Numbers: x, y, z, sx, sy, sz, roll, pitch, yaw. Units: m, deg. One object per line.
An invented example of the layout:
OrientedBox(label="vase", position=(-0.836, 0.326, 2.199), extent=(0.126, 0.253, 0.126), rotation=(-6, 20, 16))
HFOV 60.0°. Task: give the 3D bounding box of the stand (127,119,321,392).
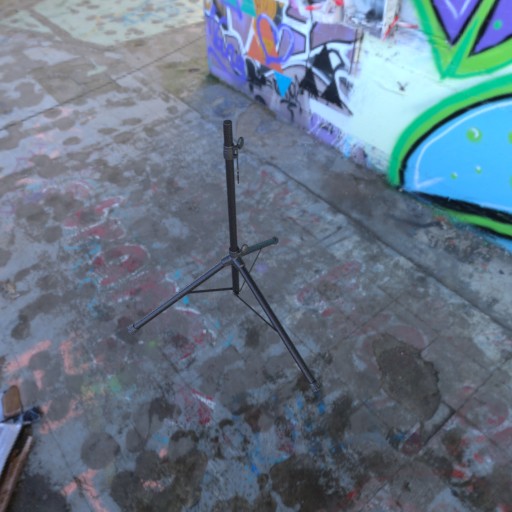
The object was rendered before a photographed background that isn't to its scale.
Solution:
OrientedBox(label="stand", position=(0.000, 0.000, 1.903), extent=(1.045, 1.136, 0.907), rotation=(-31, 54, -26))
